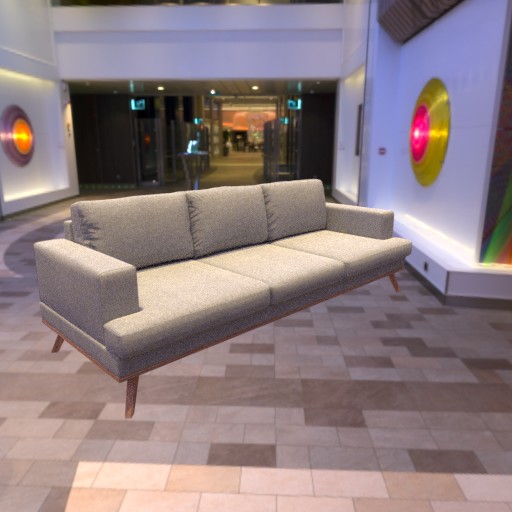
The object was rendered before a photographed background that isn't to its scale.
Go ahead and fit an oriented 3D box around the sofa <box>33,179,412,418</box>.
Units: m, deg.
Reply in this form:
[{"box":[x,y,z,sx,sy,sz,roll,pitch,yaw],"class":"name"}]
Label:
[{"box":[0.000,0.000,2.752,2.310,0.810,0.920,-14,20,-42],"class":"sofa"}]
